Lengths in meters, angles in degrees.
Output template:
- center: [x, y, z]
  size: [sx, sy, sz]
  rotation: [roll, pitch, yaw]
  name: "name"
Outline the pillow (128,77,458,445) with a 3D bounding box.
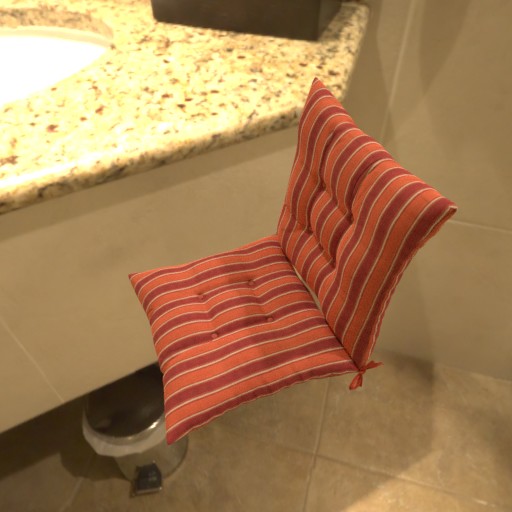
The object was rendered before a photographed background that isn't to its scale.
- center: [0.000, 0.000, 0.997]
  size: [0.585, 0.536, 0.541]
  rotation: [-16, 49, -14]
  name: "pillow"
